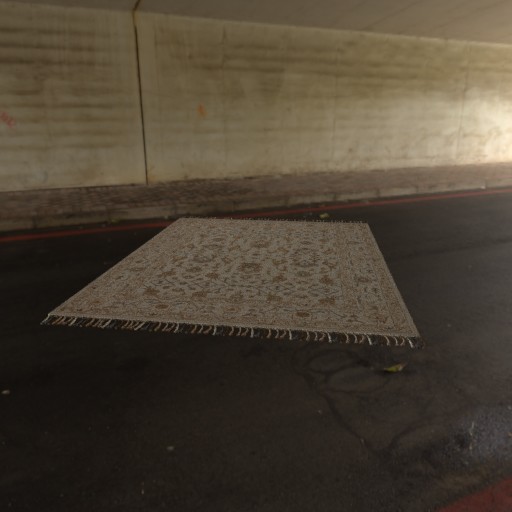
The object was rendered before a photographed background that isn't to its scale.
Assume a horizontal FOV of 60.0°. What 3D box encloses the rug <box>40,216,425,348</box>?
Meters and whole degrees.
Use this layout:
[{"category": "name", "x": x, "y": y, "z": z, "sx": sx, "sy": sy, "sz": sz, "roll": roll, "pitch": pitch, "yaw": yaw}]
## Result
[{"category": "rug", "x": 0.000, "y": 0.000, "z": 2.240, "sx": 1.278, "sy": 0.009, "sz": 1.726, "roll": 2, "pitch": 18, "yaw": 7}]
